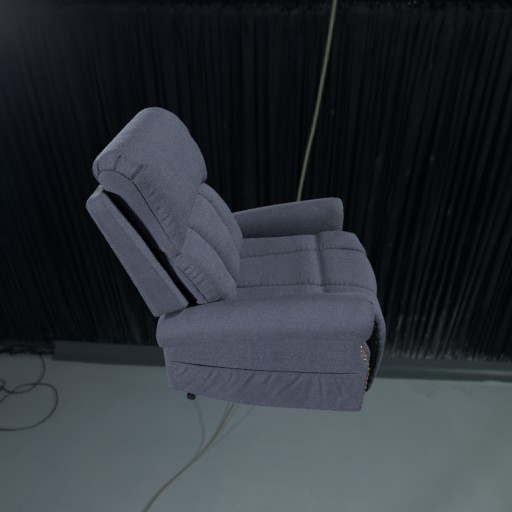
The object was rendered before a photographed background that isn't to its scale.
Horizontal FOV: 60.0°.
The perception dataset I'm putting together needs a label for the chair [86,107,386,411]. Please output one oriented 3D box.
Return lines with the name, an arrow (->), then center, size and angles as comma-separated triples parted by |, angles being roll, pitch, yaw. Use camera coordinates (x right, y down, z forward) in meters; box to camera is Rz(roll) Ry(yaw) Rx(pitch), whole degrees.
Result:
chair -> 0.000, 0.000, 1.759 | 0.979, 1.031, 0.871 | 1, 33, 1
